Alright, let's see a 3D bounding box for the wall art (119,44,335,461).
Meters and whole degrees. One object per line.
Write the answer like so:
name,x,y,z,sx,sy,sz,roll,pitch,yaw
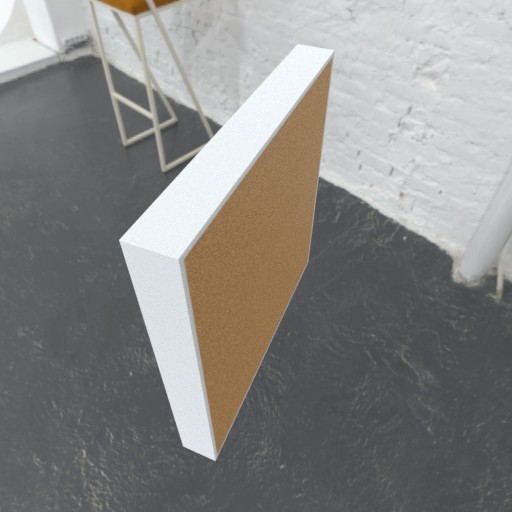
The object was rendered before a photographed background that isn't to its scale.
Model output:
wall art,0.000,0.000,0.451,0.038,0.304,0.305,17,49,16
